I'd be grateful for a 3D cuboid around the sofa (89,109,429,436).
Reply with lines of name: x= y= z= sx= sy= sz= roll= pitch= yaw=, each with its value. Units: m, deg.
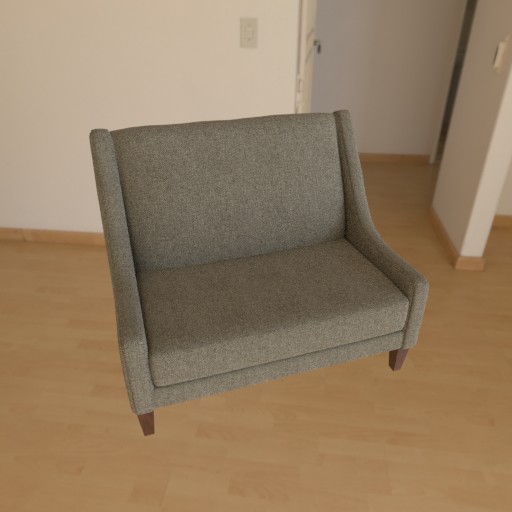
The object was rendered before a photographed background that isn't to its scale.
sofa: x=0.000 y=0.000 z=1.953 sx=1.242 sy=1.021 sz=0.870 roll=-9 pitch=32 yaw=-15
